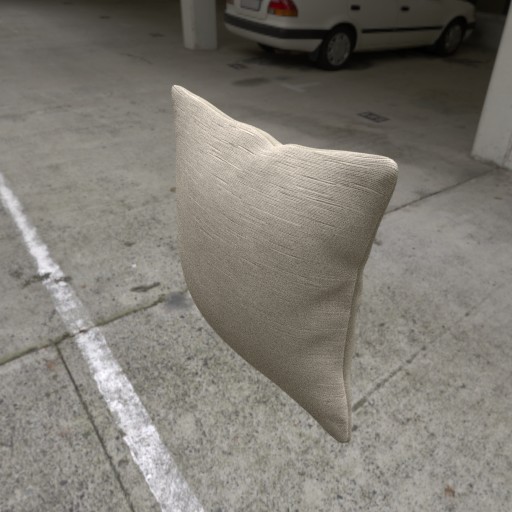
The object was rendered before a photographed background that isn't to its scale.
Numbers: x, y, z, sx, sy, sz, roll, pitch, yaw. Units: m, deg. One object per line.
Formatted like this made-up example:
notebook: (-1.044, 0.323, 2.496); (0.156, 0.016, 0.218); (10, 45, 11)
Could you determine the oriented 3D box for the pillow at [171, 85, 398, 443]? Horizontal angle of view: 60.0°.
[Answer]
pillow: (0.000, 0.000, 0.658); (0.162, 0.420, 0.437); (-21, 38, -30)
